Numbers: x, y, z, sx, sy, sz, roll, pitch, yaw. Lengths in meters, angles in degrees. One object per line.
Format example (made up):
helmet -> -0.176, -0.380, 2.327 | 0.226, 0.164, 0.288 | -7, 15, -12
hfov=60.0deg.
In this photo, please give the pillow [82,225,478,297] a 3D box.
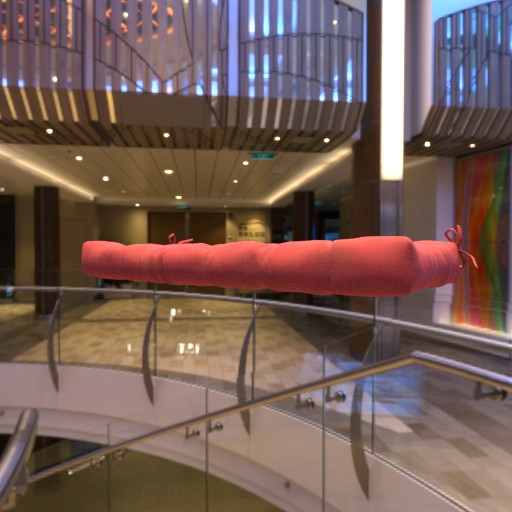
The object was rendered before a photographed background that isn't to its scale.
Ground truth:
pillow -> 0.000, 0.000, 1.376 | 1.194, 0.174, 0.511 | 1, 1, 37
